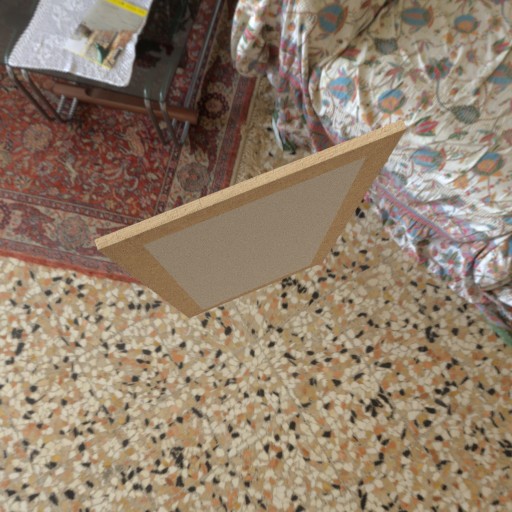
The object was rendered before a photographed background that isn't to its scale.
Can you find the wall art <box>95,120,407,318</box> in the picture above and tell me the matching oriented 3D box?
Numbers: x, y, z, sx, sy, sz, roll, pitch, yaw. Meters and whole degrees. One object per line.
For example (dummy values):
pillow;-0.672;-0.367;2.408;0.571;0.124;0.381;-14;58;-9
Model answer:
wall art;0.000;0.000;0.836;0.381;0.683;0.013;-22;77;-5
